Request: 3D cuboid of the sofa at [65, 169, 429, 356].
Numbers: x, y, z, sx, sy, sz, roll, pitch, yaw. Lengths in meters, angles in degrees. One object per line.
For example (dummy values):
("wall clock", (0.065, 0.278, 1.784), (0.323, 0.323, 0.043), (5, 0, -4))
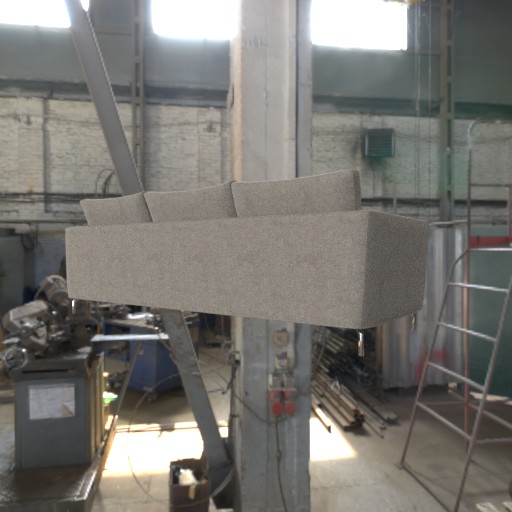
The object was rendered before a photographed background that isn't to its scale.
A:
("sofa", (0.000, 0.000, 3.247), (2.438, 0.864, 1.626), (0, 1, 36))
